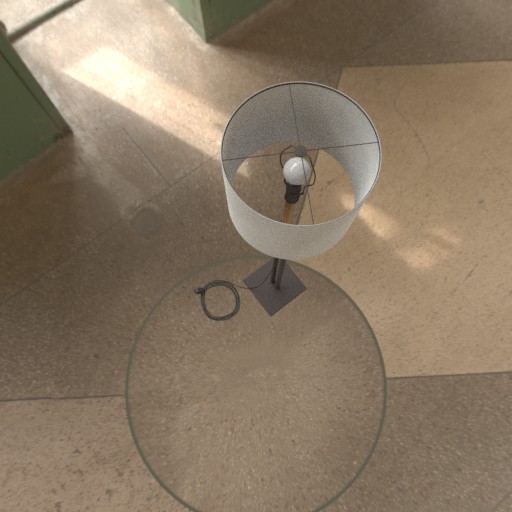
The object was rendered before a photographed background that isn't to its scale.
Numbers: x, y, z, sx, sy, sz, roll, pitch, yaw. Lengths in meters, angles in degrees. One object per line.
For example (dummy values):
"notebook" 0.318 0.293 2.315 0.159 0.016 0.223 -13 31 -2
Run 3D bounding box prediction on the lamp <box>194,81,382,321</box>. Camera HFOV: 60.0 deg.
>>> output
"lamp" 0.000 0.000 1.896 0.639 1.650 0.474 -36 77 -9
